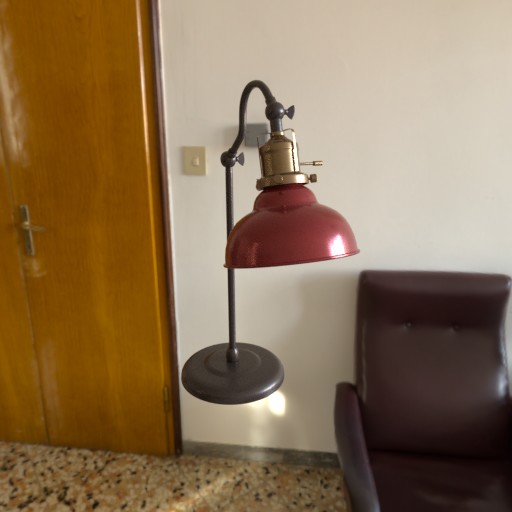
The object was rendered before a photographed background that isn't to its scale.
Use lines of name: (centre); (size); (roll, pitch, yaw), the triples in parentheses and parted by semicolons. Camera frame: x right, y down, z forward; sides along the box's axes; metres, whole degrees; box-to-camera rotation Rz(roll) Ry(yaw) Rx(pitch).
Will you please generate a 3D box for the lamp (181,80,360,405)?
lamp: (0.000, 0.000, 0.684); (0.192, 0.508, 0.374); (-8, 18, -27)
